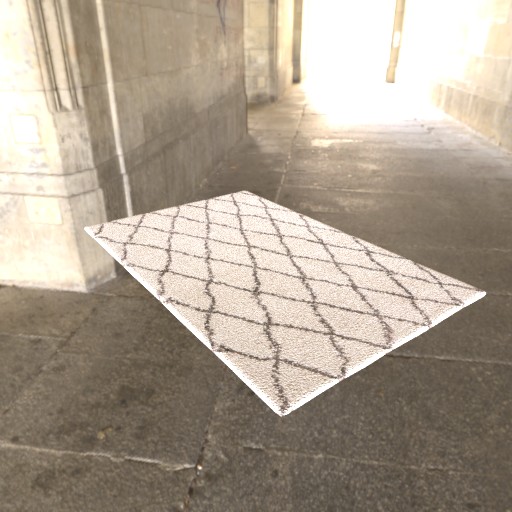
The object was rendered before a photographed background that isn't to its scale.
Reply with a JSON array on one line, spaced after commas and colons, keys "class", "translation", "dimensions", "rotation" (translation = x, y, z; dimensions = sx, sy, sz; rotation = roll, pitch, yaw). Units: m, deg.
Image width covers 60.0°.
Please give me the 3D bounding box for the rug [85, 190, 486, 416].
[{"class": "rug", "translation": [0.000, 0.000, 3.447], "dimensions": [1.778, 0.030, 2.743], "rotation": [-18, 32, -33]}]
